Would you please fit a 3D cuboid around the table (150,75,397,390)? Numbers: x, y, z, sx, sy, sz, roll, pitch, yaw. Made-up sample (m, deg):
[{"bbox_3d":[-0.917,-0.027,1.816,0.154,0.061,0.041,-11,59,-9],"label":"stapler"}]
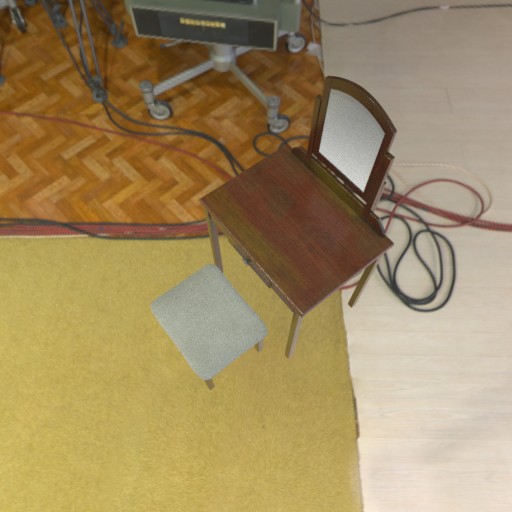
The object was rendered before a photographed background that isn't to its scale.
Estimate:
[{"bbox_3d":[0.000,0.000,2.405,1.211,1.631,0.876,-35,68,-17],"label":"table"}]
